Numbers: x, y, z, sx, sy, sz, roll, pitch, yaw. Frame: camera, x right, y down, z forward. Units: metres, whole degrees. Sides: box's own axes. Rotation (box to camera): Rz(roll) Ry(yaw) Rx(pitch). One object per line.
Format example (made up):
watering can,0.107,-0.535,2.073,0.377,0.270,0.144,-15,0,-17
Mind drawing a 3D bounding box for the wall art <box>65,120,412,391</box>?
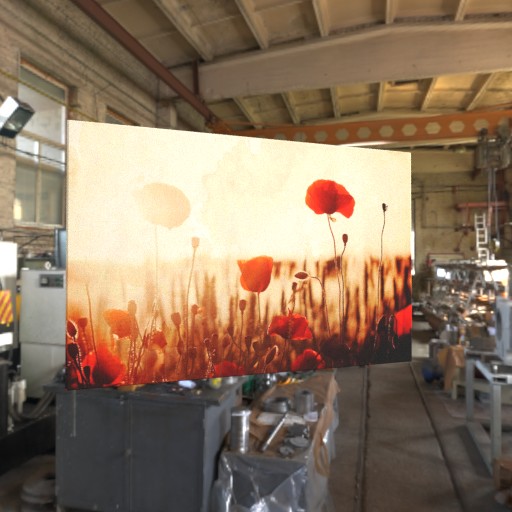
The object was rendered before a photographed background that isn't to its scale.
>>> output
wall art,0.000,0.000,0.488,0.383,0.251,0.037,0,-1,-19
